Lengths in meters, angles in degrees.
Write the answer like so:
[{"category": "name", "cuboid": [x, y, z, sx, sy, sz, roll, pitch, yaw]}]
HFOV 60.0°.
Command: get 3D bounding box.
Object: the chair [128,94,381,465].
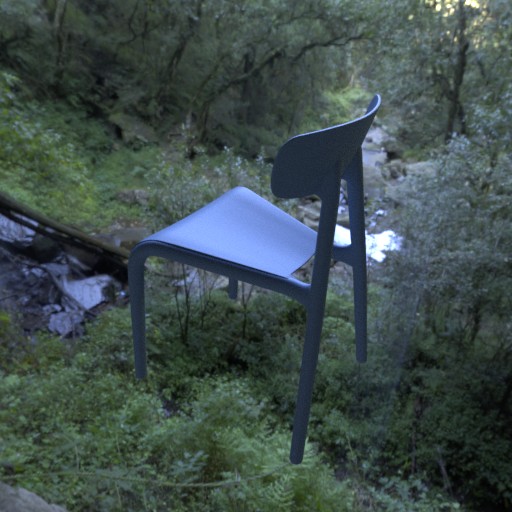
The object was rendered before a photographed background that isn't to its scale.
[{"category": "chair", "cuboid": [0.000, 0.000, 0.836, 0.401, 0.580, 0.356, 20, 38, 28]}]
